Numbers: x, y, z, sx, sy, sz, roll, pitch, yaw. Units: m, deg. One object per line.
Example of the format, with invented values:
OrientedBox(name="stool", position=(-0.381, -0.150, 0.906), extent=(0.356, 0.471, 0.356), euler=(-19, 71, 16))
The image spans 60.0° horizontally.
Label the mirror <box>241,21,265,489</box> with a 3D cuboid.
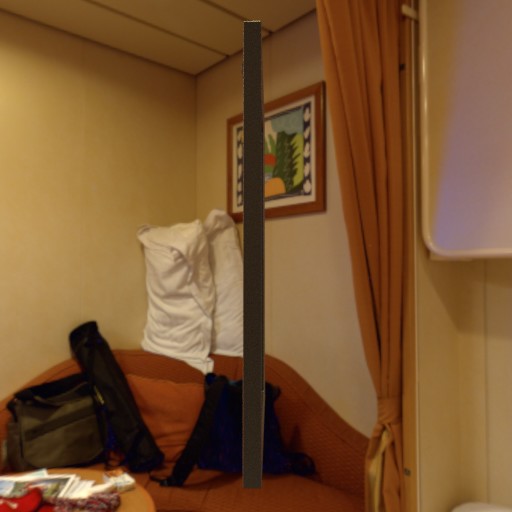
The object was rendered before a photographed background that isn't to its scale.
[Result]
OrientedBox(name="mirror", position=(0.000, 0.000, 1.171), extent=(0.040, 0.915, 0.609), euler=(0, -2, 2))
